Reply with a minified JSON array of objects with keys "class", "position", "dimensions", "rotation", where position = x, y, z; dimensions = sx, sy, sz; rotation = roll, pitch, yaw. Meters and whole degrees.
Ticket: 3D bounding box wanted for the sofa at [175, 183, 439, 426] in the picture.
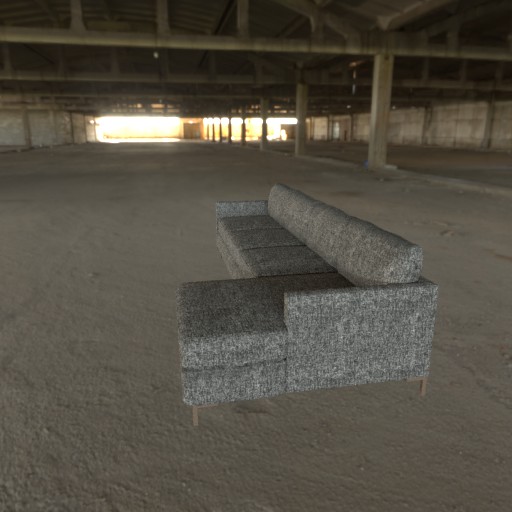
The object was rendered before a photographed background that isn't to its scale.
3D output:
[{"class":"sofa","position":[0.000,0.000,4.033],"dimensions":[1.488,0.970,3.384],"rotation":[-3,16,-11]}]
